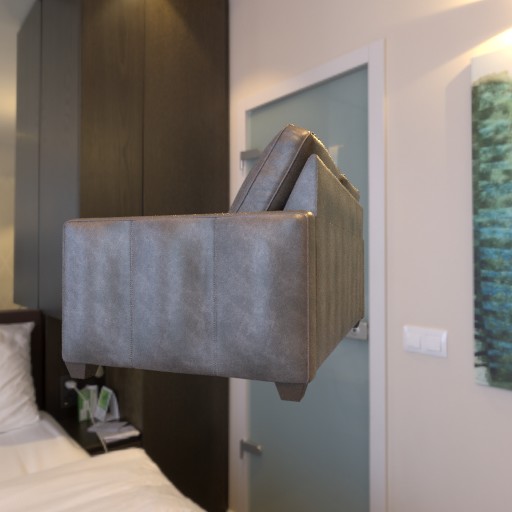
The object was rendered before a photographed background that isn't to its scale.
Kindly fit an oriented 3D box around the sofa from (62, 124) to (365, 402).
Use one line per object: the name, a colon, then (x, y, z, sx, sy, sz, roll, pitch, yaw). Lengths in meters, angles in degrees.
sofa: (0.000, 0.000, 2.285, 0.939, 0.916, 1.732, 0, -1, 19)
